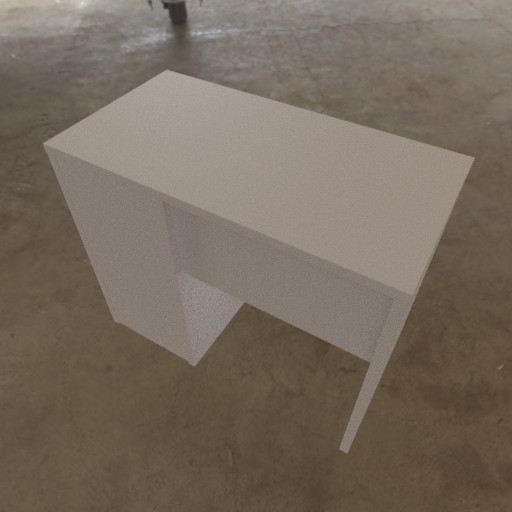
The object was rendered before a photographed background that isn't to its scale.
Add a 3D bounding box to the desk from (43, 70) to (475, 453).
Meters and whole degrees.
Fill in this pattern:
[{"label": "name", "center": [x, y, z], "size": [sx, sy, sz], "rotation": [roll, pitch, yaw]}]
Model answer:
[{"label": "desk", "center": [0.000, 0.000, 1.305], "size": [0.898, 0.730, 0.482], "rotation": [23, 51, 21]}]
